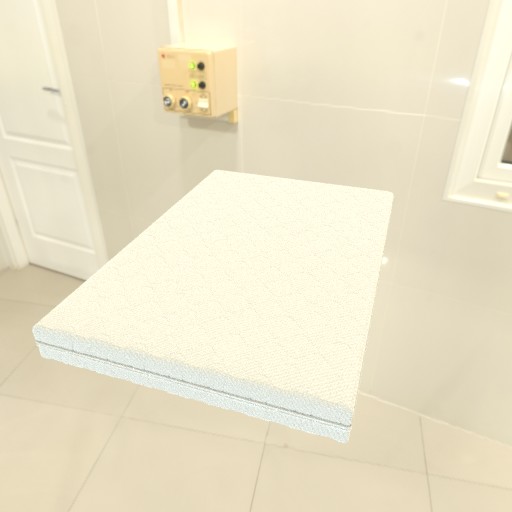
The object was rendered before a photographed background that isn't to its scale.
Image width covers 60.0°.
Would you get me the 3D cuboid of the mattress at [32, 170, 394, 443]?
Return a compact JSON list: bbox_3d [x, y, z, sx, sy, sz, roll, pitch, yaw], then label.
[{"bbox_3d":[0.000,0.000,2.577,1.400,0.200,2.000,10,33,16],"label":"mattress"}]
